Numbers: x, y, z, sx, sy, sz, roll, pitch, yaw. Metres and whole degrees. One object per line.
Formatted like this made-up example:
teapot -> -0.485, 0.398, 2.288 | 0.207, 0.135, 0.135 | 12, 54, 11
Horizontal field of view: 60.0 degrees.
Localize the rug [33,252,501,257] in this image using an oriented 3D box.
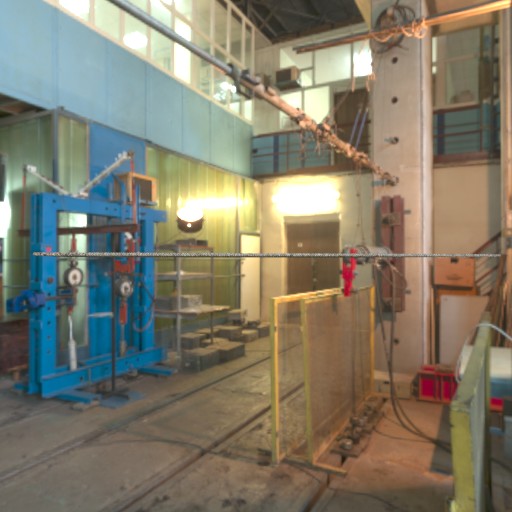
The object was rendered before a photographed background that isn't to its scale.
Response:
rug -> 0.000, 0.000, 2.767 | 2.283, 0.013, 1.547 | 0, 0, -18
